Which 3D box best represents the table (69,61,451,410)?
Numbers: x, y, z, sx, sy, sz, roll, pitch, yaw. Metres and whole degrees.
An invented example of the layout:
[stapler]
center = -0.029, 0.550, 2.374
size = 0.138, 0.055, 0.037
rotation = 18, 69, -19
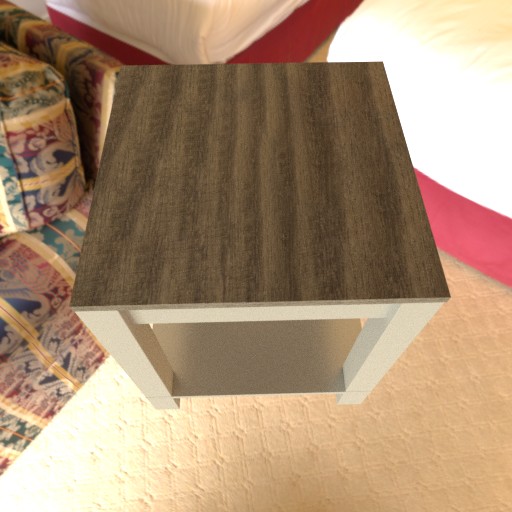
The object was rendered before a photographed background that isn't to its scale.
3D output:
[table]
center = 0.000, 0.000, 0.967
size = 0.504, 0.587, 0.506
rotation = -1, 58, -1
